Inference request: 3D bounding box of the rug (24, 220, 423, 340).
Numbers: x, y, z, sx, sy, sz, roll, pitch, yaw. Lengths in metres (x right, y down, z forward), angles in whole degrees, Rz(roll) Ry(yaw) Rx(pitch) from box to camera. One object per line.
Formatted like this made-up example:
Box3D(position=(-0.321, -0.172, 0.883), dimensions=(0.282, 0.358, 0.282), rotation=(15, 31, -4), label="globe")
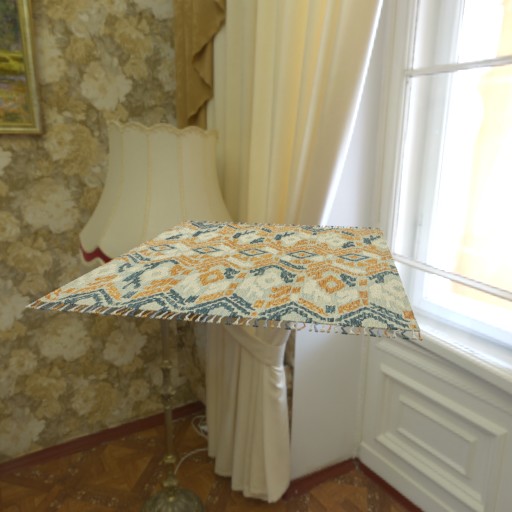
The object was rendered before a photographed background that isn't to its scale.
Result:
Box3D(position=(0.000, 0.000, 4.052), dimensions=(2.439, 0.010, 3.048), rotation=(3, 16, 11), label="rug")
